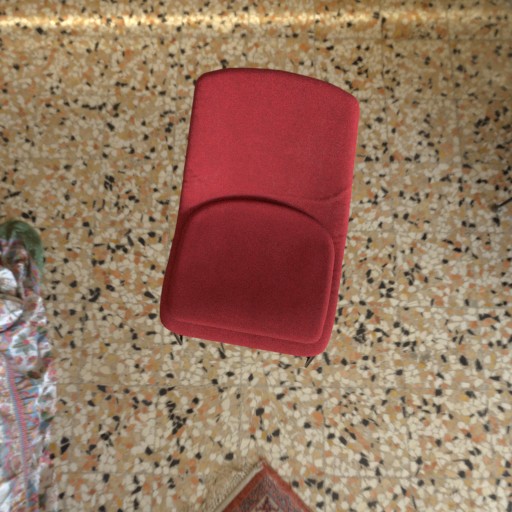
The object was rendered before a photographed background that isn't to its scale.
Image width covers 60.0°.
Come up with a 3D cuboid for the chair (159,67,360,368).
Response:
[{"bbox_3d":[0.000,0.000,1.174,0.479,0.858,0.518,10,77,2],"label":"chair"}]
